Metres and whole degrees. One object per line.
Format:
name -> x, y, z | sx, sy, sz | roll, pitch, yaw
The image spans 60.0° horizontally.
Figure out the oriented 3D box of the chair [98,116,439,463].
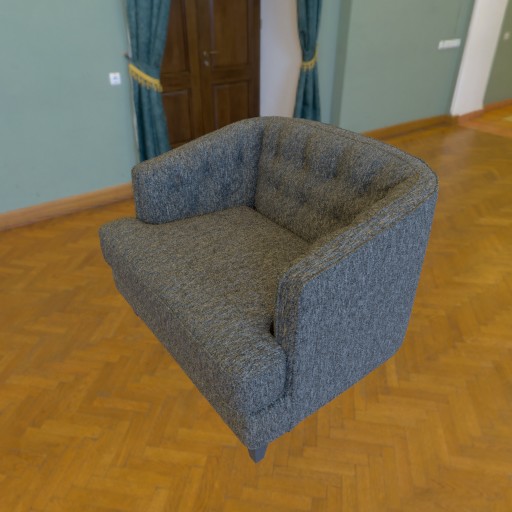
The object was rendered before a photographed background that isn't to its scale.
chair -> 0.000, 0.000, 1.765 | 0.941, 0.852, 1.104 | -22, 38, -30
